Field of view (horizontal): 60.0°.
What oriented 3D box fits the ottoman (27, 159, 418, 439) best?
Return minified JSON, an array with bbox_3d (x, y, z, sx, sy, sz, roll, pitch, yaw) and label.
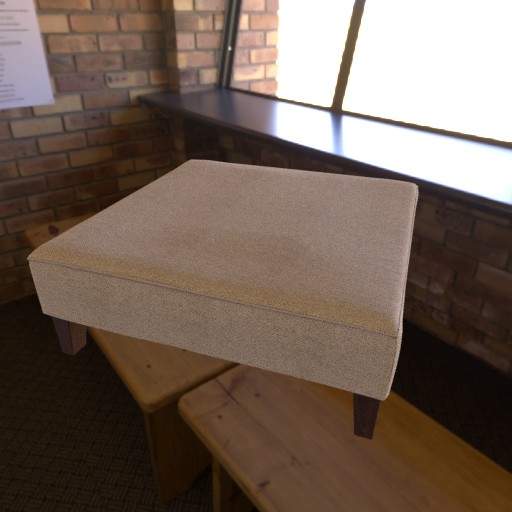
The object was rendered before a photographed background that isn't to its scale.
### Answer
[{"bbox_3d":[0.000,0.000,1.510,0.982,0.381,0.973,10,30,18],"label":"ottoman"}]
